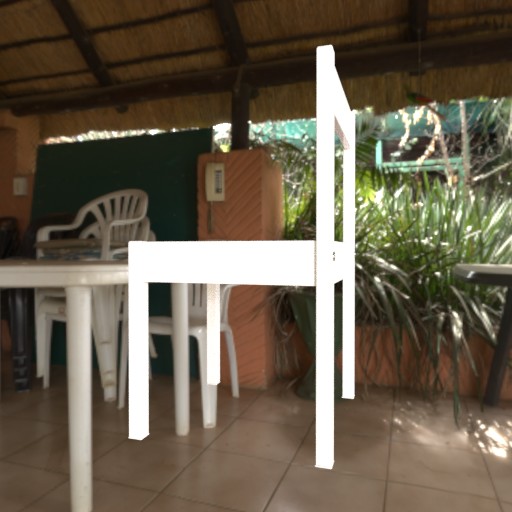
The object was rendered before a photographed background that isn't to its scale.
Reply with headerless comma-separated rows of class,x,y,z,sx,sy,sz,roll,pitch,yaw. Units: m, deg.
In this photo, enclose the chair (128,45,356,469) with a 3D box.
chair,0.000,0.000,0.705,0.285,0.505,0.285,0,1,18
